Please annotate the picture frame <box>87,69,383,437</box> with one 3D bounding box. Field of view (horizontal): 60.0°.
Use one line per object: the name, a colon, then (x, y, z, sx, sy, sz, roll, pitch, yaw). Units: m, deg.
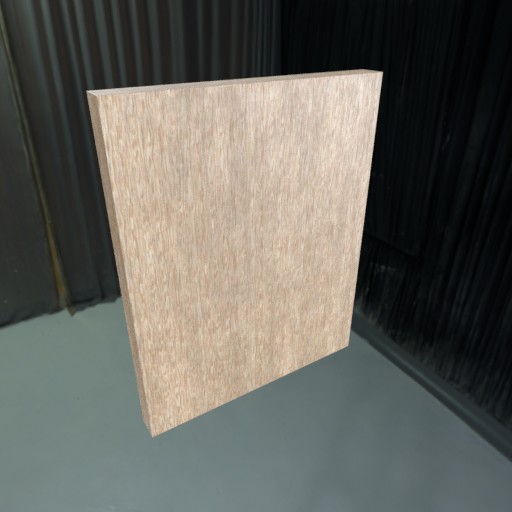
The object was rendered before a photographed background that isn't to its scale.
picture frame: (0.000, 0.000, 0.708, 0.424, 0.526, 0.043, -17, 33, -28)
